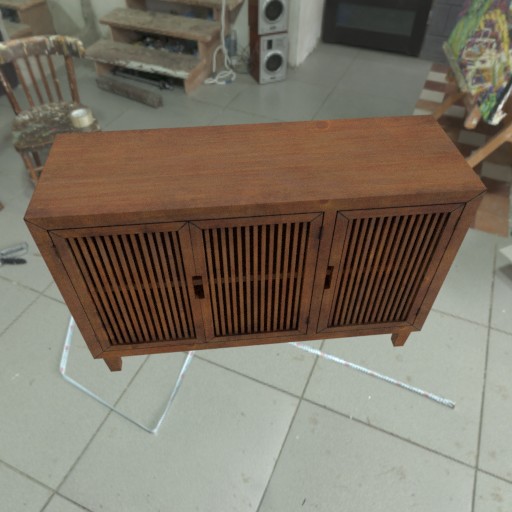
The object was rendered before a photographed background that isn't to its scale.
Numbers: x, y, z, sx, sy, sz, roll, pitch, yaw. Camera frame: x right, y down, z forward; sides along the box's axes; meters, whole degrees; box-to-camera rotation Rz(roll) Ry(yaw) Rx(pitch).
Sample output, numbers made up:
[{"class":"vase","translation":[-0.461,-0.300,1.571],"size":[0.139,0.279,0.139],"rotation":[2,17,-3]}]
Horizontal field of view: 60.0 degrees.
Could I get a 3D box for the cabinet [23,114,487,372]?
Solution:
[{"class":"cabinet","translation":[0.000,0.000,1.570],"size":[1.204,0.805,0.403],"rotation":[-4,46,-4]}]
